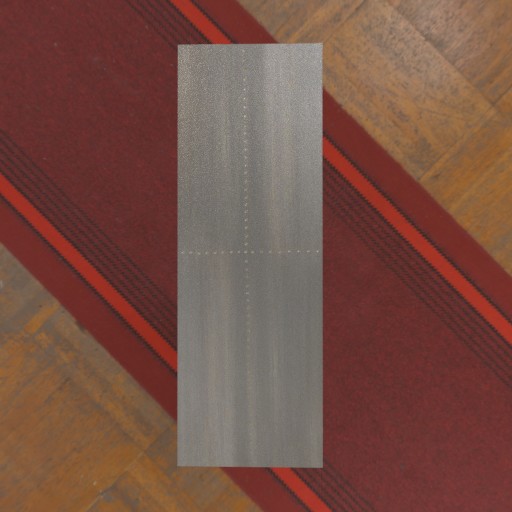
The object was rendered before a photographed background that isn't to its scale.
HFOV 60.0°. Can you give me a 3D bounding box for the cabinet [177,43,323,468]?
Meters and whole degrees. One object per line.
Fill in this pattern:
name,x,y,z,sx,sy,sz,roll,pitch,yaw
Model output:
cabinet,0.000,0.000,1.472,0.338,0.919,0.968,0,90,1
